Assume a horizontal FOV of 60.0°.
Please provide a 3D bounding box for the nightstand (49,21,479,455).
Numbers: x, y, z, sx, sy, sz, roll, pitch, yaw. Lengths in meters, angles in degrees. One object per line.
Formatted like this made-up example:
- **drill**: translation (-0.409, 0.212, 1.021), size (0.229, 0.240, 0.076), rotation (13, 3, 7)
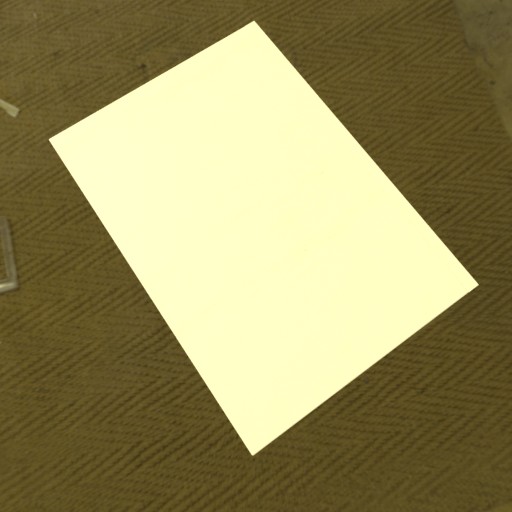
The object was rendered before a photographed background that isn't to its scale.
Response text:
- **nightstand**: translation (0.000, 0.000, 1.020), size (0.447, 0.604, 0.614), rotation (-34, 77, -9)
